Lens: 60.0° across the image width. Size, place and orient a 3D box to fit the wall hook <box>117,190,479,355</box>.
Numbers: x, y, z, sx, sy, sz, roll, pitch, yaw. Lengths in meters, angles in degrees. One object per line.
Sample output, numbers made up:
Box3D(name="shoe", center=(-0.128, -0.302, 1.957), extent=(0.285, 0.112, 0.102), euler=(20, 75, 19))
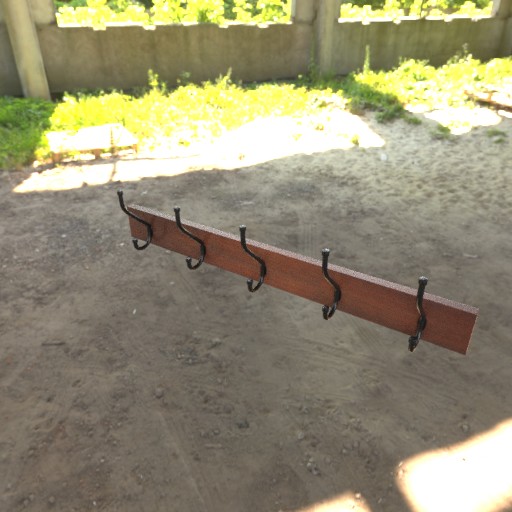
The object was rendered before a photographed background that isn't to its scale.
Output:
Box3D(name="wall hook", center=(0.000, 0.000, 0.624), extent=(0.571, 0.117, 0.071), euler=(18, 34, 29))
